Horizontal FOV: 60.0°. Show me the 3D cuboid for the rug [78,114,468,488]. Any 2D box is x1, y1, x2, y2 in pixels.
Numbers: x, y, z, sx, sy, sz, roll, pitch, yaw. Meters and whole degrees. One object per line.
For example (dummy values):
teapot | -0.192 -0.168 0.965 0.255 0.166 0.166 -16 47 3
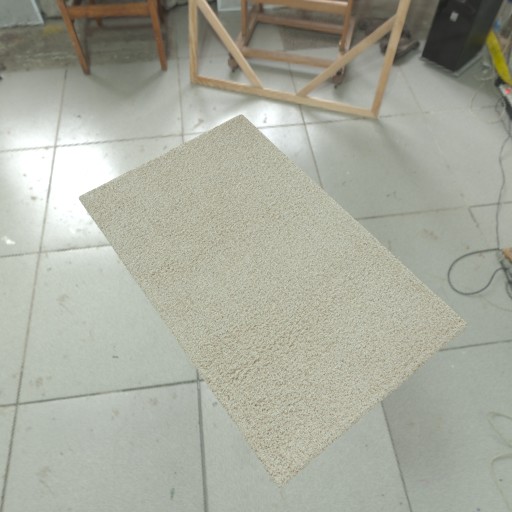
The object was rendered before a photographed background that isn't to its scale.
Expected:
rug | 0.000 0.000 3.061 1.524 0.030 2.438 -33 64 -18
